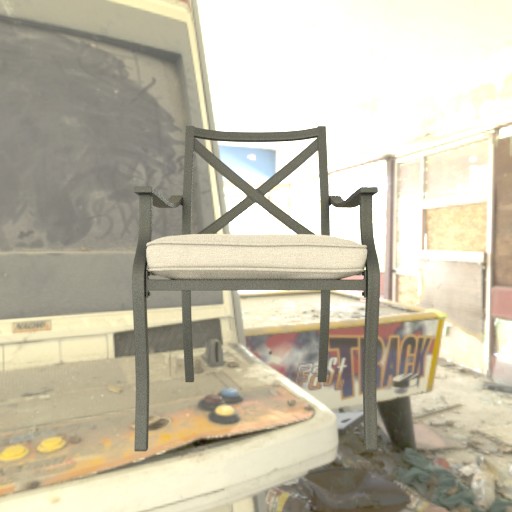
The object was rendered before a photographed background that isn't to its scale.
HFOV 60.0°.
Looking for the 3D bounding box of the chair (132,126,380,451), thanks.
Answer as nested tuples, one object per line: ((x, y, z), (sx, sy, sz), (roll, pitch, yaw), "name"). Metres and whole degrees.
((0.000, 0.000, 1.296), (0.575, 0.889, 0.620), (0, 2, 0), "chair")
